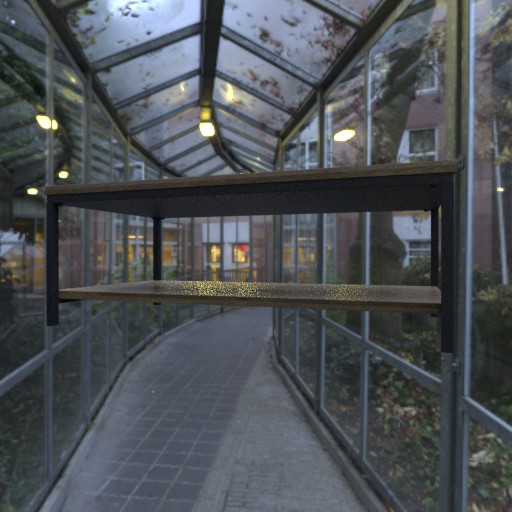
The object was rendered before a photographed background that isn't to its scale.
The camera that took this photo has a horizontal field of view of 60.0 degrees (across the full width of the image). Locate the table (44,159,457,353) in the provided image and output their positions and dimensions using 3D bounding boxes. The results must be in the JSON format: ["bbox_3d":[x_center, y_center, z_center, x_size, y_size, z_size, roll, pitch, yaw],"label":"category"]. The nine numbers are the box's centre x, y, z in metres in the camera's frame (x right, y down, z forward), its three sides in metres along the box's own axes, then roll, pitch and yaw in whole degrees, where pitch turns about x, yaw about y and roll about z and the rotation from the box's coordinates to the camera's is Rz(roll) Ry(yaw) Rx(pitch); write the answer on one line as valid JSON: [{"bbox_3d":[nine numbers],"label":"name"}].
[{"bbox_3d":[0.000,0.000,1.344,1.062,0.393,0.574,0,0,19],"label":"table"}]
